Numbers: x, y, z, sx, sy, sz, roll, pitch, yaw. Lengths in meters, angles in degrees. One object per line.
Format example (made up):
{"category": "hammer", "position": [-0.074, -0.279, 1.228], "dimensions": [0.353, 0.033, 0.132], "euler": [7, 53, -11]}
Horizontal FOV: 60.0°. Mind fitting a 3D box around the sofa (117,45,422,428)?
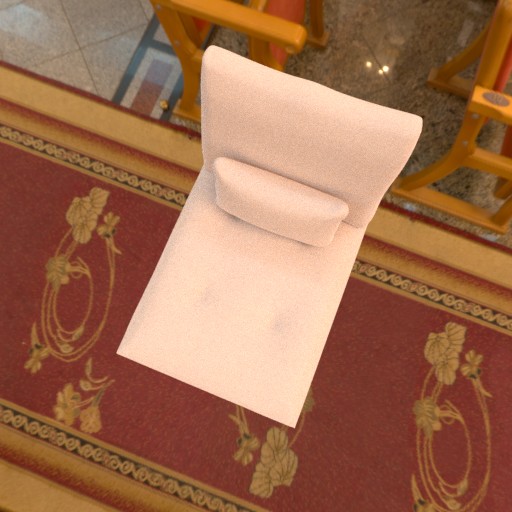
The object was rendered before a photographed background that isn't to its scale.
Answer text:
{"category": "sofa", "position": [0.000, 0.000, 1.567], "dimensions": [0.700, 0.820, 1.000], "euler": [21, 78, 5]}
